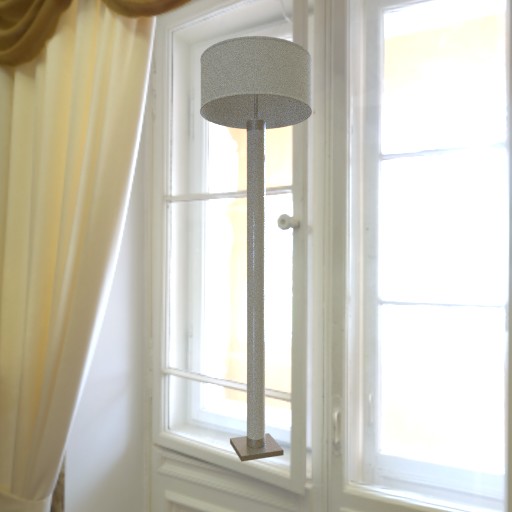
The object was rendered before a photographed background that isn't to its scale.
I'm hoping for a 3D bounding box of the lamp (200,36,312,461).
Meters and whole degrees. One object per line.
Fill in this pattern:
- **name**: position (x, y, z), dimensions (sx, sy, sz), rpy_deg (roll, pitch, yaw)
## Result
- **lamp**: position (0.000, 0.000, 1.679), dimensions (0.420, 1.475, 0.420), rpy_deg (0, 0, -18)
